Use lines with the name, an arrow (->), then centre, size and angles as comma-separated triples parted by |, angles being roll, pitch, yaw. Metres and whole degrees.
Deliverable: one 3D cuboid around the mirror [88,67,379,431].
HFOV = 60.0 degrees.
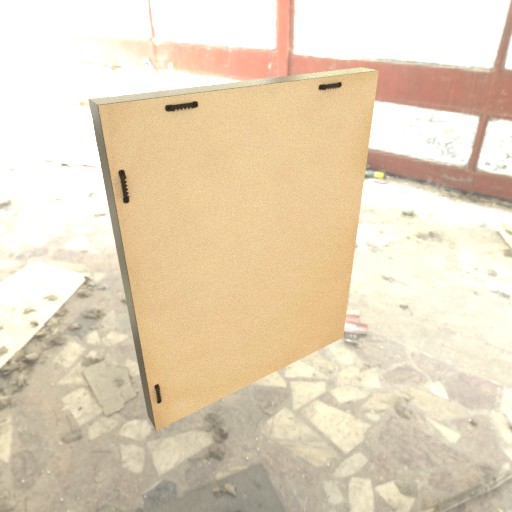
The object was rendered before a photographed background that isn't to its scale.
mirror -> 0.000, 0.000, 0.689 | 0.406, 0.509, 0.041 | -19, 36, -28
